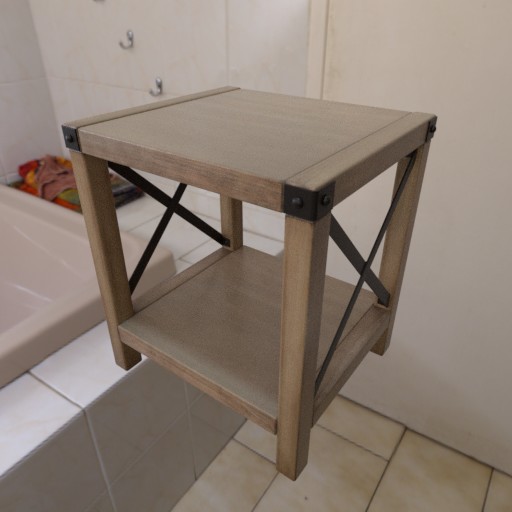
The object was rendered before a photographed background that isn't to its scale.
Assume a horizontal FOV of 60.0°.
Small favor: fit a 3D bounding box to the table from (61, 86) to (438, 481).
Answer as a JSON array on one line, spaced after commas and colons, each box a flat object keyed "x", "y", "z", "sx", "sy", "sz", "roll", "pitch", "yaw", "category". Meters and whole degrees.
[{"x": 0.000, "y": 0.000, "z": 0.920, "sx": 0.510, "sy": 0.561, "sz": 0.459, "roll": 21, "pitch": 36, "yaw": 31, "category": "table"}]
